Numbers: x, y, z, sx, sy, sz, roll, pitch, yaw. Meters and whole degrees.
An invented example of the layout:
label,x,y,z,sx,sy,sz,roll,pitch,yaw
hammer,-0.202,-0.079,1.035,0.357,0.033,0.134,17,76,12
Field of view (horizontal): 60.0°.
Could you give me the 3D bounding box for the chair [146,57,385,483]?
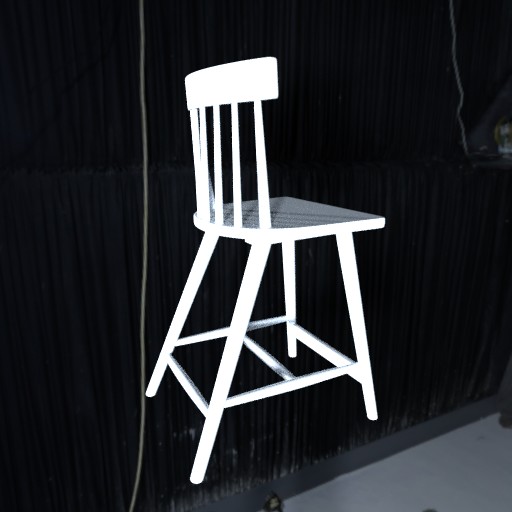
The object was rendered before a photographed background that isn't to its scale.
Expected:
label,x,y,z,sx,sy,sz,roll,pitch,yaw
chair,0.000,0.000,1.245,0.572,0.952,0.483,-8,17,-27
